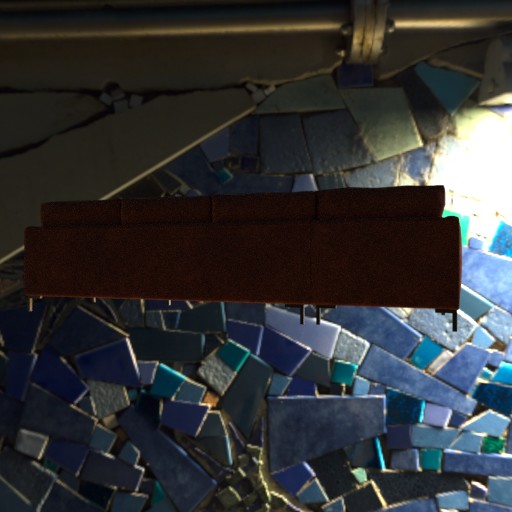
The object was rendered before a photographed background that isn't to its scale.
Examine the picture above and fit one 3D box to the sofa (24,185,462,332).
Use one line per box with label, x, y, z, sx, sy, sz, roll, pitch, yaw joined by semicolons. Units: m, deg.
sofa;0.000;0.000;3.454;2.736;0.757;1.879;0;0;17
